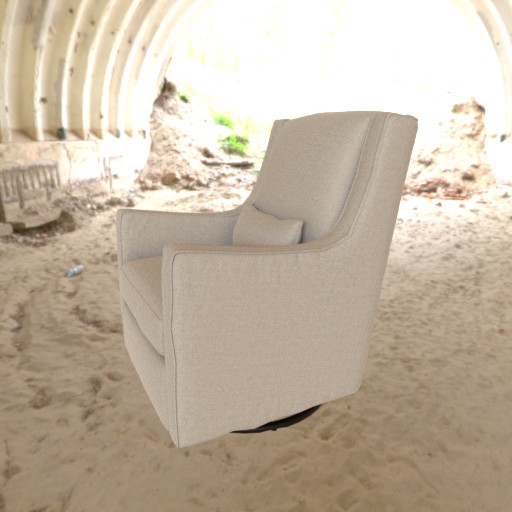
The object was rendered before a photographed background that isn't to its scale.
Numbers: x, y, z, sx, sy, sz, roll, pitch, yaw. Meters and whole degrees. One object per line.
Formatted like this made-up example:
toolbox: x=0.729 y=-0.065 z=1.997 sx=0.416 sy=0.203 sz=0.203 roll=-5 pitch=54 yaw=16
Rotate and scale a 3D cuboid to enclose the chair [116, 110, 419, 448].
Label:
chair: x=0.000 y=0.000 z=1.575 sx=0.879 sy=0.993 sz=0.732 roll=-8 pitch=17 yaw=-26
